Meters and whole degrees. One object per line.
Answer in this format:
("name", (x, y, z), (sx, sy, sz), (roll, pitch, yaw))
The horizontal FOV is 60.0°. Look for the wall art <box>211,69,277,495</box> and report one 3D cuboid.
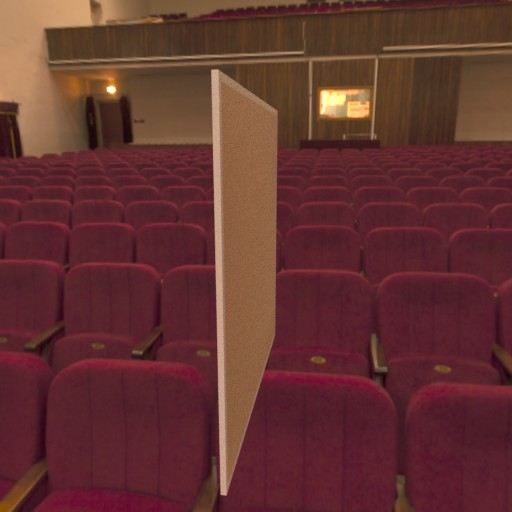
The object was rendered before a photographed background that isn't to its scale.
("wall art", (0.000, 0.000, 1.196), (0.012, 0.809, 0.809), (2, 14, 9))
